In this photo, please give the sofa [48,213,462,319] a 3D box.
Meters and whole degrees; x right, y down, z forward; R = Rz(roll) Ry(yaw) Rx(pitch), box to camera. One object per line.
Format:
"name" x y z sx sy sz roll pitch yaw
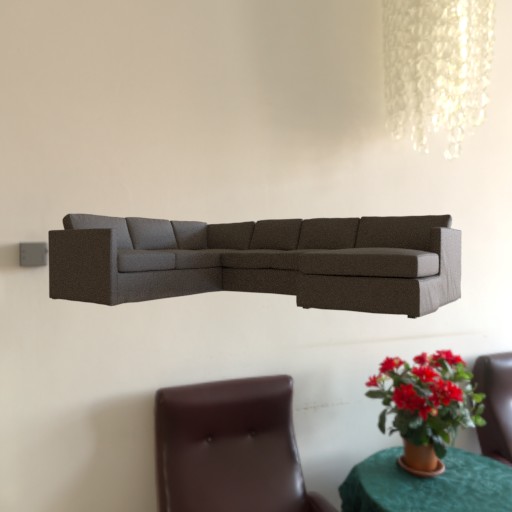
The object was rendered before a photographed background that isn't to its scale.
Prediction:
"sofa" 0.000 0.000 4.474 3.460 0.882 2.427 1 1 35
